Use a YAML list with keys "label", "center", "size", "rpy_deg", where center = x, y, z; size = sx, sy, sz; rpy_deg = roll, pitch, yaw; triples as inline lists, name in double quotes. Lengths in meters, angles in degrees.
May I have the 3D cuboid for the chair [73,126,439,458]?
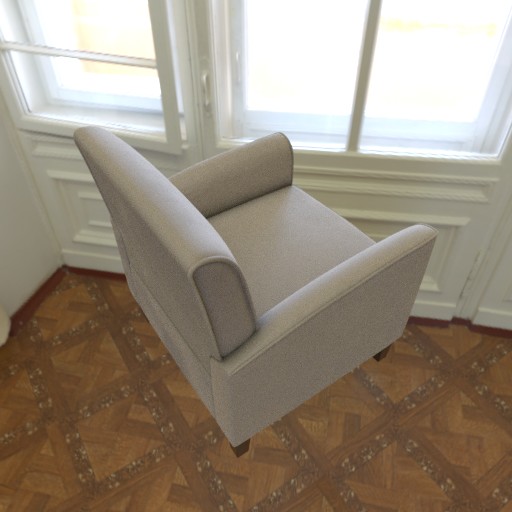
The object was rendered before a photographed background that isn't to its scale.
- label: "chair"
  center: [0.000, 0.000, 1.540]
  size: [0.821, 0.915, 0.820]
  rpy_deg: [-25, 47, -25]
